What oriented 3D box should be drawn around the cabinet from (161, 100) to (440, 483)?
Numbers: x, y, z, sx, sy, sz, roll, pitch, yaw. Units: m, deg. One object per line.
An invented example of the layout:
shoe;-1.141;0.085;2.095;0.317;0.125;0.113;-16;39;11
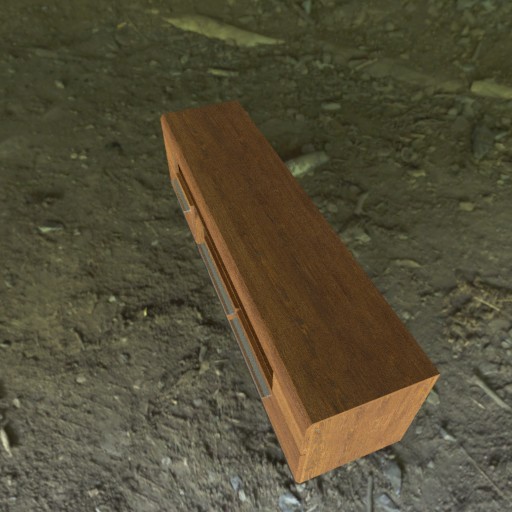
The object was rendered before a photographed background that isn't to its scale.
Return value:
cabinet;0.000;0.000;1.811;0.419;0.510;1.600;-16;48;-14
